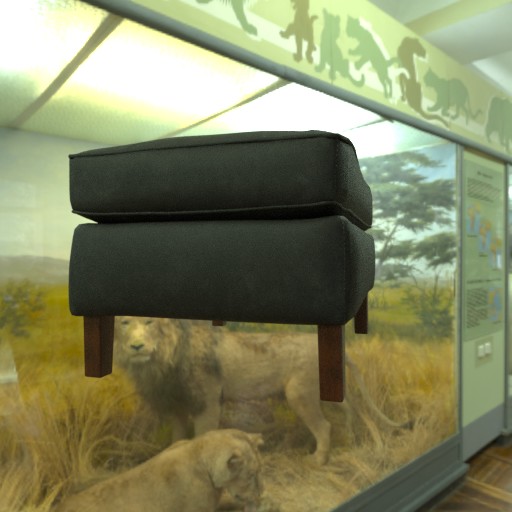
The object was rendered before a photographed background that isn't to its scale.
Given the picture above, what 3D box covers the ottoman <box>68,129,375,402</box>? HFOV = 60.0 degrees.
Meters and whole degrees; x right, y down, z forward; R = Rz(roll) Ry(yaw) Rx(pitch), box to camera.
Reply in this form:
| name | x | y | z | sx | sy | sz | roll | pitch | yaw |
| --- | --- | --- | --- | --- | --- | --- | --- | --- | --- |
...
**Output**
| name | x | y | z | sx | sy | sz | roll | pitch | yaw |
| --- | --- | --- | --- | --- | --- | --- | --- | --- | --- |
| ottoman | 0.000 | 0.000 | 0.970 | 0.501 | 0.413 | 0.665 | 0 | 1 | 18 |
